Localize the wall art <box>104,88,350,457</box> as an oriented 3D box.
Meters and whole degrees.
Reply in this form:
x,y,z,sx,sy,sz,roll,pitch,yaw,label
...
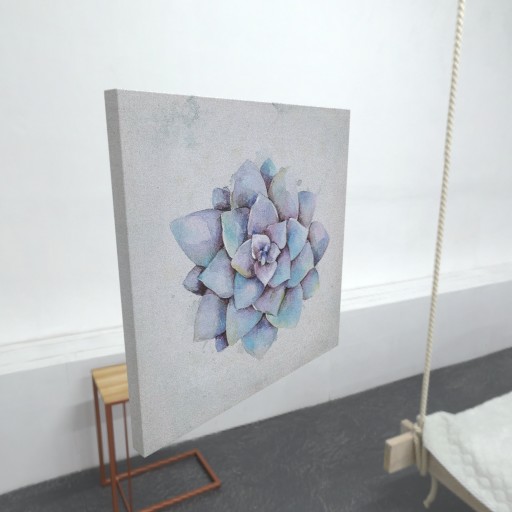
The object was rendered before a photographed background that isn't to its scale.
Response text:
x,y,z,sx,sy,sz,roll,pitch,yaw,label
0.000,0.000,0.929,0.040,0.612,0.612,14,20,42,wall art
